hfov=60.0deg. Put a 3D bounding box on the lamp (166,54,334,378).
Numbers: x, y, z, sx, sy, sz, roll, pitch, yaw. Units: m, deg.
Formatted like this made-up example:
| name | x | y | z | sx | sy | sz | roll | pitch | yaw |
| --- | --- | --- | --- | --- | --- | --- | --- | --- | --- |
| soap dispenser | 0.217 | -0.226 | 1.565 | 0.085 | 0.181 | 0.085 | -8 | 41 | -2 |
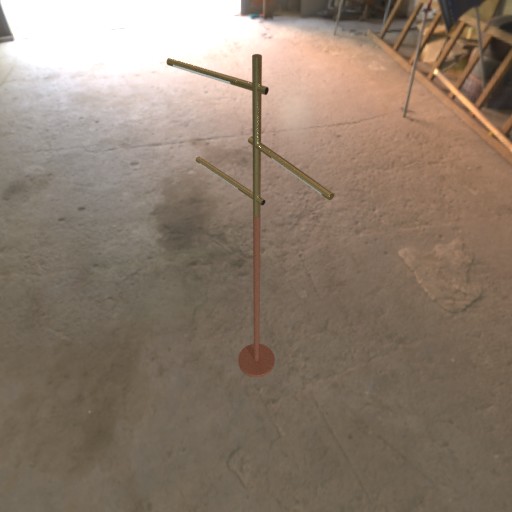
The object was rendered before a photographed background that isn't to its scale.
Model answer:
| name | x | y | z | sx | sy | sz | roll | pitch | yaw |
| --- | --- | --- | --- | --- | --- | --- | --- | --- | --- |
| lamp | 0.000 | 0.000 | 1.933 | 0.737 | 1.704 | 0.209 | 30 | 53 | 27 |
